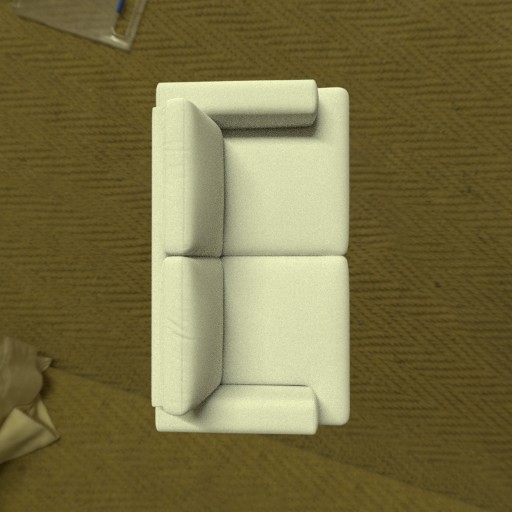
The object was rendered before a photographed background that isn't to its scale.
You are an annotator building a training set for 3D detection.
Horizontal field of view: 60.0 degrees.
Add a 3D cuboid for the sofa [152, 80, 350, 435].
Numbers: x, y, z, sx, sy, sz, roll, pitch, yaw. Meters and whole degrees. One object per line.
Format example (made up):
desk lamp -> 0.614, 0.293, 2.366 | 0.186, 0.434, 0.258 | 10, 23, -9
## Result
sofa -> 0.000, 0.000, 2.151 | 0.915, 0.810, 1.651 | 0, 90, 2
